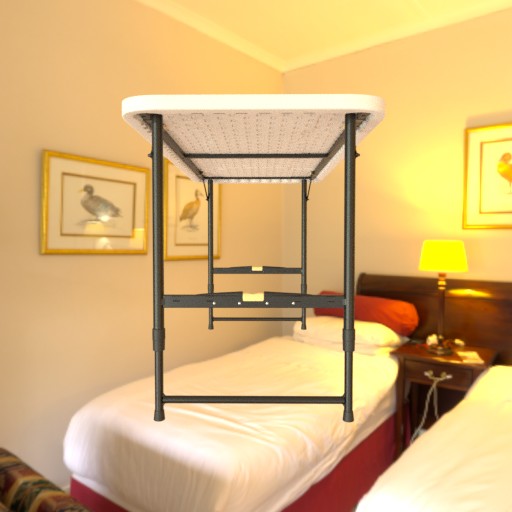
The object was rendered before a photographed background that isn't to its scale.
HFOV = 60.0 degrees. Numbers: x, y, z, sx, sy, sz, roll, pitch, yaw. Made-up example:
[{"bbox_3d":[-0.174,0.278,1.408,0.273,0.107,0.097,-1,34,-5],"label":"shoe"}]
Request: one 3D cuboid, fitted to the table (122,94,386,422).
[{"bbox_3d":[0.000,0.000,1.570,0.610,0.737,1.219,0,2,1],"label":"table"}]
